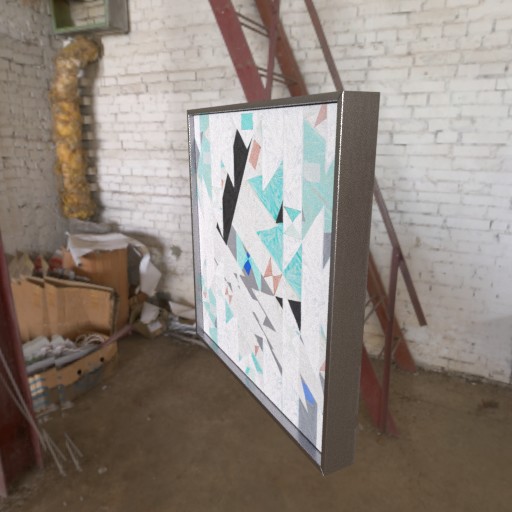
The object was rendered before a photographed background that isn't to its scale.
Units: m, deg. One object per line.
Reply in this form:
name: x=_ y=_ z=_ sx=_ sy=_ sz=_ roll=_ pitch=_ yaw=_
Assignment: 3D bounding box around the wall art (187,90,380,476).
wall art: x=0.000 y=0.000 z=0.537 sx=0.038 sy=0.350 sz=0.350 roll=-8 pitch=18 yaw=-27
